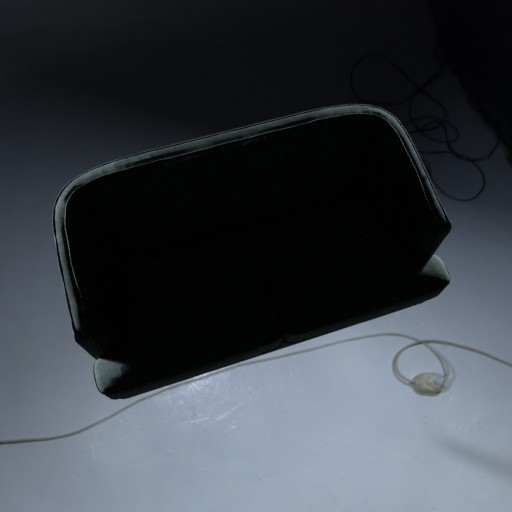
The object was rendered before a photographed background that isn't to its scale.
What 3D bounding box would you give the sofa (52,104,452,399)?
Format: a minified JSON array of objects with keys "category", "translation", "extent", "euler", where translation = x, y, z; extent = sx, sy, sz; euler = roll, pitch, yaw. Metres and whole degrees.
[{"category":"sofa","translation":[0.000,0.000,2.241],"extent":[1.733,0.855,0.941],"euler":[-16,65,-8]}]
